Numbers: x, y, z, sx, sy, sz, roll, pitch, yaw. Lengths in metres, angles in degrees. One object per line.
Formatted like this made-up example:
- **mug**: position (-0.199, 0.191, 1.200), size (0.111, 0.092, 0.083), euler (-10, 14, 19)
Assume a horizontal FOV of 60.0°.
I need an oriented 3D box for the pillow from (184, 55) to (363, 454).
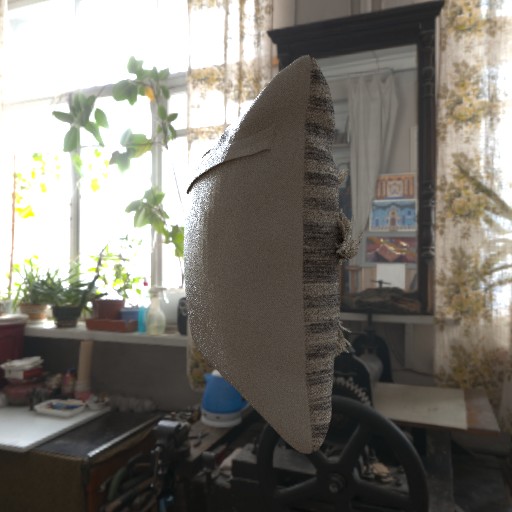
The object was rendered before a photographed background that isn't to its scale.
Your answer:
- **pillow**: position (0.000, 0.000, 0.765), size (0.234, 0.490, 0.484), euler (0, -1, -19)
